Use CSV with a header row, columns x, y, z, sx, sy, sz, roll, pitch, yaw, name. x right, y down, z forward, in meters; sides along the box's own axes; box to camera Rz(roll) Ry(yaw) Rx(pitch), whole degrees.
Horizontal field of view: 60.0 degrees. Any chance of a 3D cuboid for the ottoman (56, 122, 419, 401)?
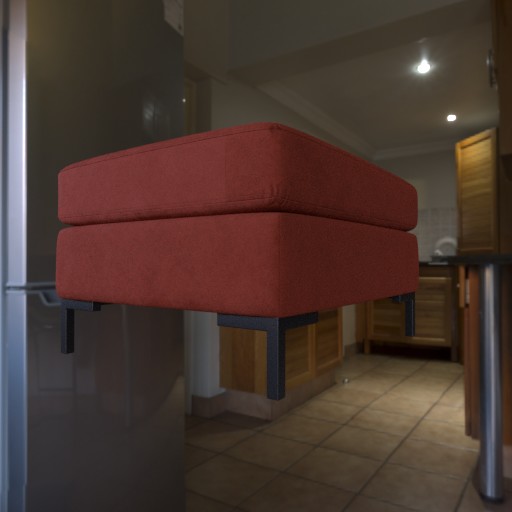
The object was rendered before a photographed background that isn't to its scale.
x,y,z,sx,sy,sz,roll,pitch,yaw,name
0.000,0.000,1.170,0.650,0.462,0.782,0,-1,36,ottoman
